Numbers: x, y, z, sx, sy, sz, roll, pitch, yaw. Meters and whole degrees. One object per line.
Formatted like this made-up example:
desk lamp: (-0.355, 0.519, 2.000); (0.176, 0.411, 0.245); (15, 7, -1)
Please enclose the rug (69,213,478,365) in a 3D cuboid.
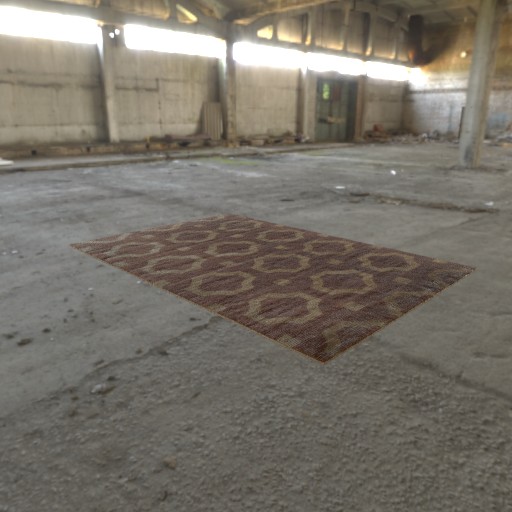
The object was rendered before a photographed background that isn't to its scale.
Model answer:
rug: (0.000, 0.000, 2.951); (1.555, 0.016, 2.286); (-16, 24, -42)
